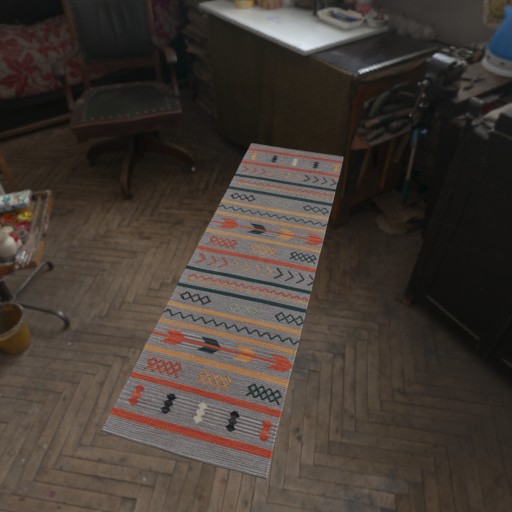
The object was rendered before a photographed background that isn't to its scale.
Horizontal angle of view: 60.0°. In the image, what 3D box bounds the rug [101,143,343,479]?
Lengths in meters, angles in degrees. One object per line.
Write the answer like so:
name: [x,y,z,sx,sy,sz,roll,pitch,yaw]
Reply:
rug: [0.000,0.000,2.658,0.744,0.022,2.419,11,46,11]
